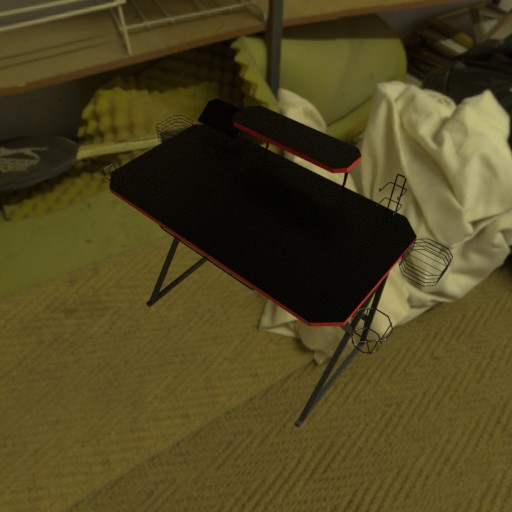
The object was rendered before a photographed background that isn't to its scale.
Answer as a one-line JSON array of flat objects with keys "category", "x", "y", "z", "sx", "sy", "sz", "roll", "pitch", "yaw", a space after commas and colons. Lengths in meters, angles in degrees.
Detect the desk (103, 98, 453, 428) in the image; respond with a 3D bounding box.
[{"category": "desk", "x": 0.000, "y": 0.000, "z": 1.769, "sx": 1.280, "sy": 0.913, "sz": 0.588, "roll": 32, "pitch": 56, "yaw": 26}]
